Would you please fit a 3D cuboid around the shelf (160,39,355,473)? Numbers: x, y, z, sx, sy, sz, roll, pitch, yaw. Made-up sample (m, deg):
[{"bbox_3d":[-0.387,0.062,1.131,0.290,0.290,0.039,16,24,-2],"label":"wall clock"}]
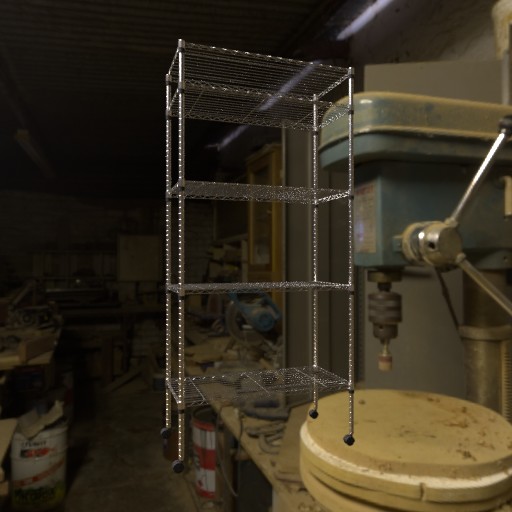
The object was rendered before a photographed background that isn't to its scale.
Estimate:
[{"bbox_3d":[0.000,0.000,1.904,0.762,1.587,0.356,0,0,-19],"label":"shelf"}]
